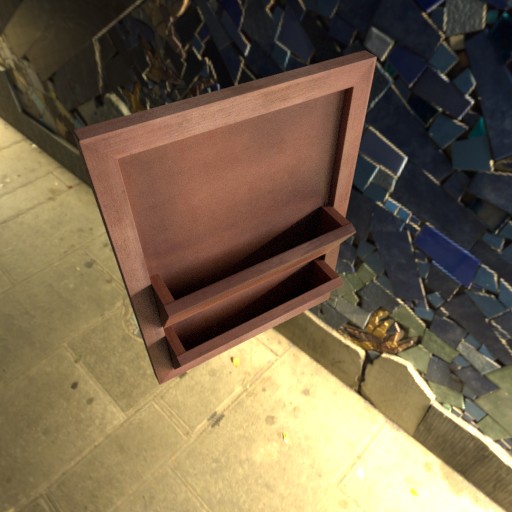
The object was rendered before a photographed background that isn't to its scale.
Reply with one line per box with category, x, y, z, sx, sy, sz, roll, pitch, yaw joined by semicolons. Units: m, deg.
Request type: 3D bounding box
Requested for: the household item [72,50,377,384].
household item;0.000;0.000;0.544;0.310;0.407;0.067;-24;51;-21
